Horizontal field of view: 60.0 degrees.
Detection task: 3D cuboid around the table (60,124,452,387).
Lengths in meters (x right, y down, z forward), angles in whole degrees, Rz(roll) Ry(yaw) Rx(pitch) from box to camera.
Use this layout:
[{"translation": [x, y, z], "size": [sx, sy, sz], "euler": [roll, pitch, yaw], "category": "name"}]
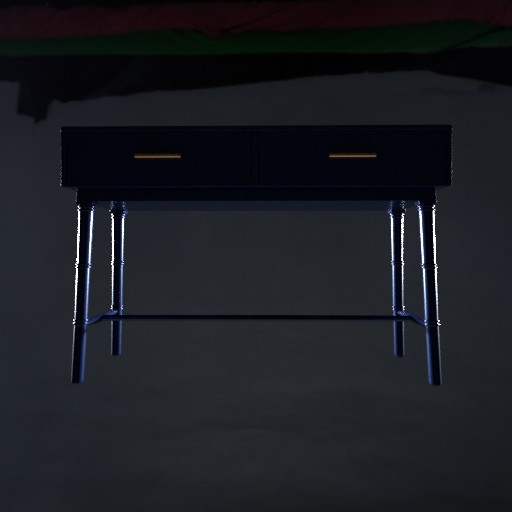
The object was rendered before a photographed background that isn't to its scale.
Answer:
[{"translation": [0.000, 0.000, 1.449], "size": [1.118, 0.749, 0.399], "euler": [0, 1, 1], "category": "table"}]
